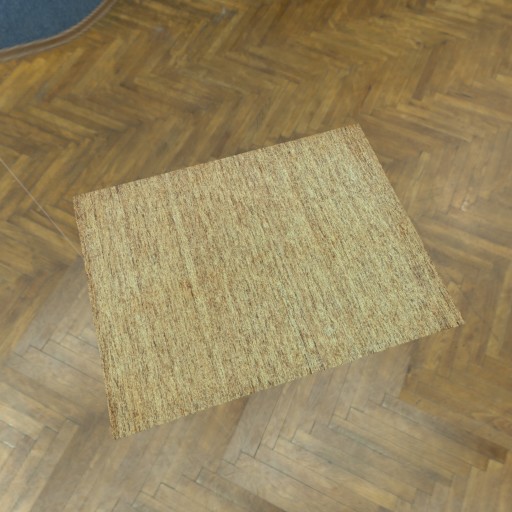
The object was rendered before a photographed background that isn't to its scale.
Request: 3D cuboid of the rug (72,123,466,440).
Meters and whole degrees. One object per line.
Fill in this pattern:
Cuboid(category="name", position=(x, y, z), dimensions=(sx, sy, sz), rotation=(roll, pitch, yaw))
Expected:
Cuboid(category="rug", position=(0.000, 0.000, 4.286), dimensions=(3.200, 0.012, 2.438), rotation=(-16, 66, -7))
